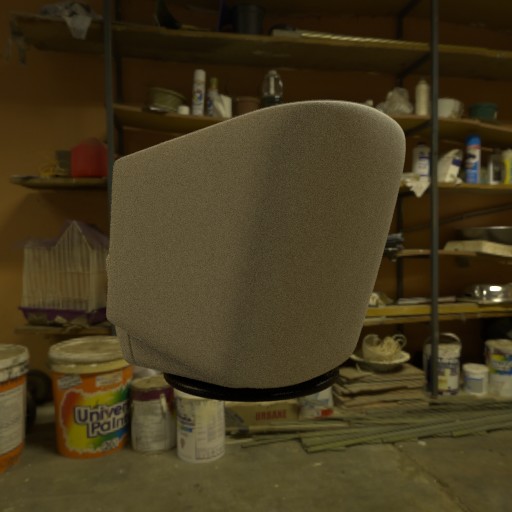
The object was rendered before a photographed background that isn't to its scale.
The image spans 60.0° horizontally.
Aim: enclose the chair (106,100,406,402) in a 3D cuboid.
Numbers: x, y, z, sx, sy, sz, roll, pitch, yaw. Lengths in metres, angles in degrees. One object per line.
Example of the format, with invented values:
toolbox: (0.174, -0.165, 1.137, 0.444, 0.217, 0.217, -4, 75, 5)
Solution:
chair: (0.000, 0.000, 1.610, 0.986, 0.861, 0.822, 1, 2, 36)
